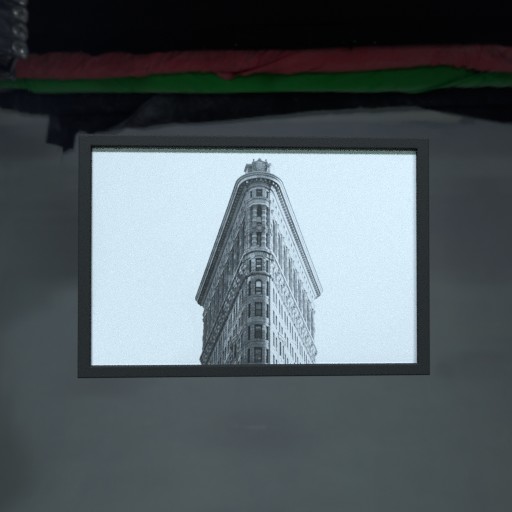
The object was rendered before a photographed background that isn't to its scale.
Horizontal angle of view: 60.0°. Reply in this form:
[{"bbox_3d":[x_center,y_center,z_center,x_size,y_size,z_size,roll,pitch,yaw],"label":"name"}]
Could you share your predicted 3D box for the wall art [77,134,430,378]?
[{"bbox_3d":[0.000,0.000,1.227,0.964,0.659,0.049,0,-1,0],"label":"wall art"}]
